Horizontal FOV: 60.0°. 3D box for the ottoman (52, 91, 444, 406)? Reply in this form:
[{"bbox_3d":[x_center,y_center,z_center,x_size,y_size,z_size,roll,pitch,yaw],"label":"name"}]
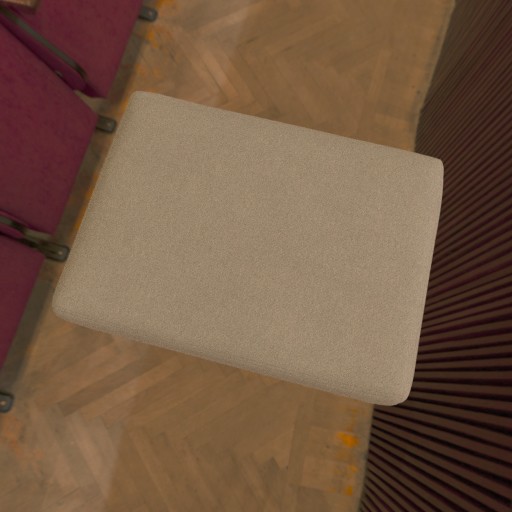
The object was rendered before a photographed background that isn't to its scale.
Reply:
[{"bbox_3d":[0.000,0.000,1.149,0.773,0.499,0.569,14,75,4],"label":"ottoman"}]
